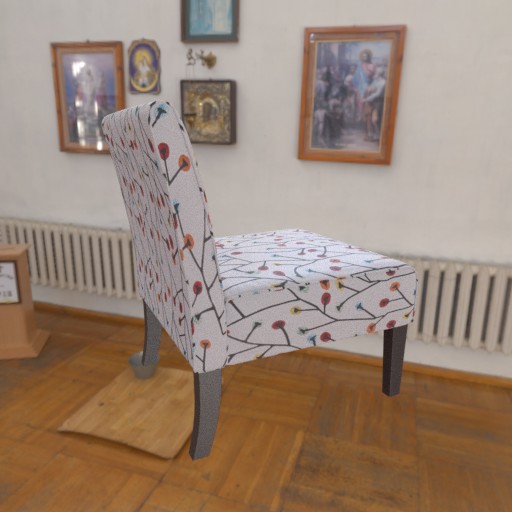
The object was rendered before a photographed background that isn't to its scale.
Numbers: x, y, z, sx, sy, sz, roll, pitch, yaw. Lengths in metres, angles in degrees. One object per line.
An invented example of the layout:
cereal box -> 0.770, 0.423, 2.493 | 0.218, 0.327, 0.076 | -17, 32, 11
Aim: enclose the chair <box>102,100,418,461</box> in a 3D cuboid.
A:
chair -> 0.000, 0.000, 1.314 | 0.732, 0.813, 0.597 | -7, 16, -26
